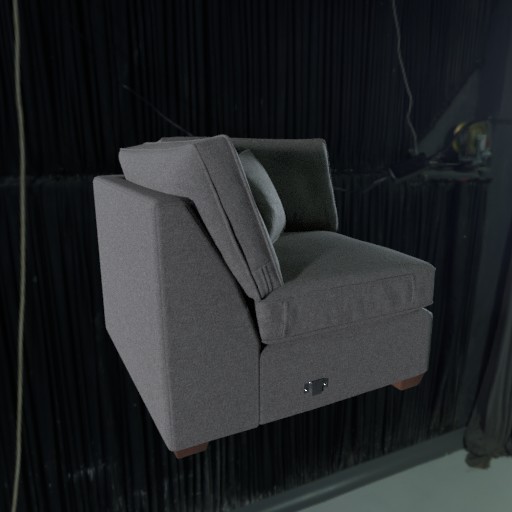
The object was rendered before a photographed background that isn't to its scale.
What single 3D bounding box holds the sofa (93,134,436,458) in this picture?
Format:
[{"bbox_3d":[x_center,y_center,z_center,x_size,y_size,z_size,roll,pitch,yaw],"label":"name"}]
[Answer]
[{"bbox_3d":[0.000,0.000,1.917,1.146,1.002,1.084,-7,16,-27],"label":"sofa"}]
